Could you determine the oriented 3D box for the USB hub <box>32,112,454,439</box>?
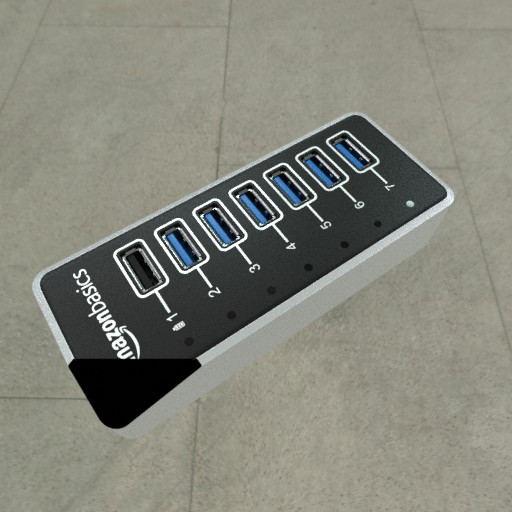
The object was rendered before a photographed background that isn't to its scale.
[{"bbox_3d":[0.000,0.000,0.127,0.110,0.023,0.044,-31,64,-17],"label":"USB hub"}]
